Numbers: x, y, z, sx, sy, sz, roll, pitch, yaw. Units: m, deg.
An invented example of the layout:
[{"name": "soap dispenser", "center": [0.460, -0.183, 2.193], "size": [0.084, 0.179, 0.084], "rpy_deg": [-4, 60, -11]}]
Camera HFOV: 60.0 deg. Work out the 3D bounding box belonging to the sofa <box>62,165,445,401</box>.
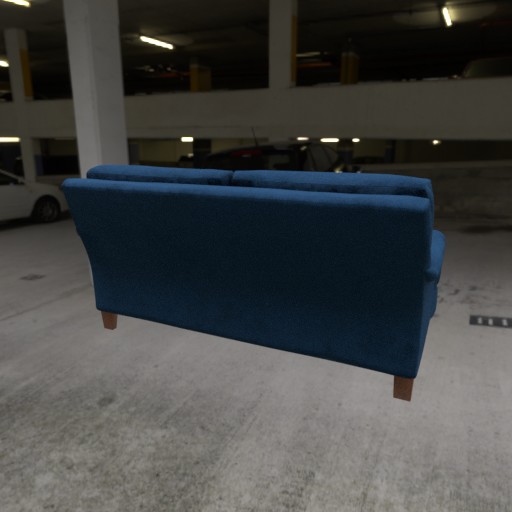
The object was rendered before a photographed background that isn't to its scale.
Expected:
[{"name": "sofa", "center": [0.000, 0.000, 2.763], "size": [2.141, 1.101, 1.084], "rpy_deg": [7, 17, 25]}]
